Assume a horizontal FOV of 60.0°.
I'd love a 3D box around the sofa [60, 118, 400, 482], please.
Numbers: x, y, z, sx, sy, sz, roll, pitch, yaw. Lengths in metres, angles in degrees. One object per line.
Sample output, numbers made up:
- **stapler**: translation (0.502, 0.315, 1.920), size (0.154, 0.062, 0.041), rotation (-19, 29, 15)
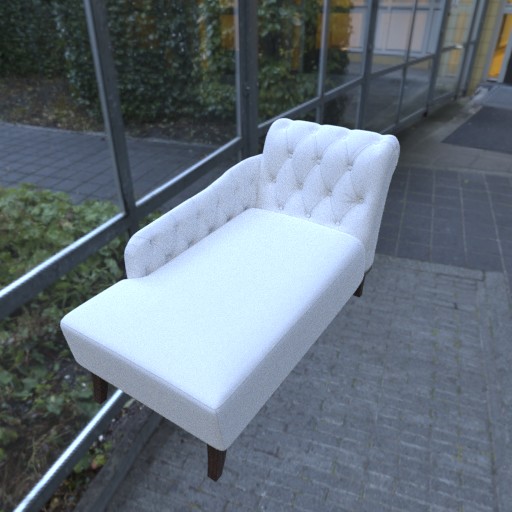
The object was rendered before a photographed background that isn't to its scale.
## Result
- **sofa**: translation (0.000, 0.000, 1.787), size (0.675, 0.787, 1.379), rotation (19, 36, 28)
